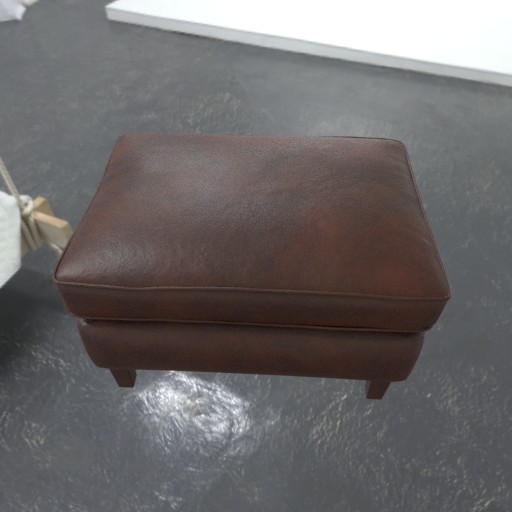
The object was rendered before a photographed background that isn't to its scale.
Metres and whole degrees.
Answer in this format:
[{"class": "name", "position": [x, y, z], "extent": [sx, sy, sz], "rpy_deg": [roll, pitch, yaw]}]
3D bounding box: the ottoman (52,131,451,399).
[{"class": "ottoman", "position": [0.000, 0.000, 0.978], "extent": [0.665, 0.432, 0.501], "rpy_deg": [2, 47, 2]}]
